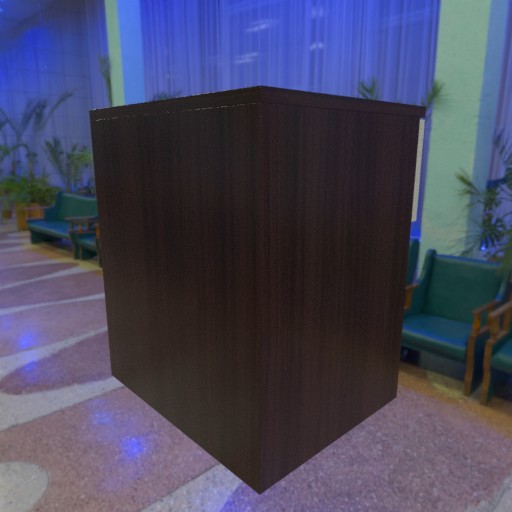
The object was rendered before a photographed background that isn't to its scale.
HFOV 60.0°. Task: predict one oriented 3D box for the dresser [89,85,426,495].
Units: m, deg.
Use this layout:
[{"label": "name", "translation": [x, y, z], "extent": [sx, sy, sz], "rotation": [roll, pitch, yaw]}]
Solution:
[{"label": "dresser", "translation": [0.000, 0.000, 0.744], "extent": [0.360, 0.470, 0.400], "rotation": [-12, 18, -41]}]
